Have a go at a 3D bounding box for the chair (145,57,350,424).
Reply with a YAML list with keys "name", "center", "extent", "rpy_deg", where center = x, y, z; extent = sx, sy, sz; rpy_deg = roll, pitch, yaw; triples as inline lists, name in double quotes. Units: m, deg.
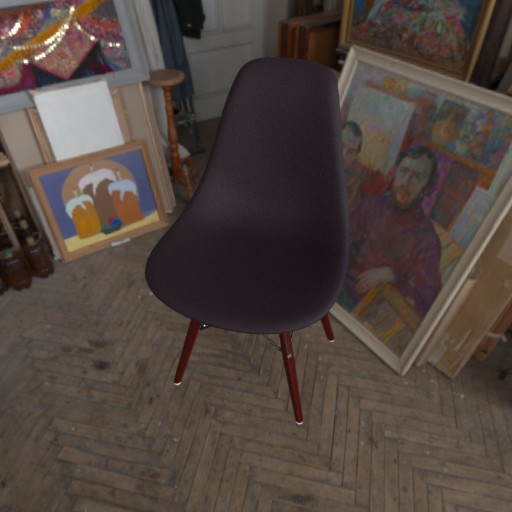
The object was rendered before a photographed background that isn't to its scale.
- name: "chair"
  center: [0.000, 0.000, 1.146]
  extent: [0.470, 0.826, 0.533]
  rpy_deg: [13, 42, 14]
